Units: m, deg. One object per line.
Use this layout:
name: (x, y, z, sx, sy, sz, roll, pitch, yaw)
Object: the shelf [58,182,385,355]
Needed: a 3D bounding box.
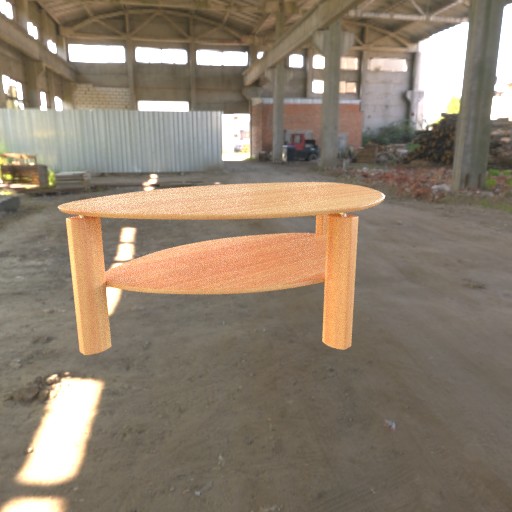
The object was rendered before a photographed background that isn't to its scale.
shelf: (0.000, 0.000, 1.597, 1.246, 0.440, 0.845, -13, 19, -42)
